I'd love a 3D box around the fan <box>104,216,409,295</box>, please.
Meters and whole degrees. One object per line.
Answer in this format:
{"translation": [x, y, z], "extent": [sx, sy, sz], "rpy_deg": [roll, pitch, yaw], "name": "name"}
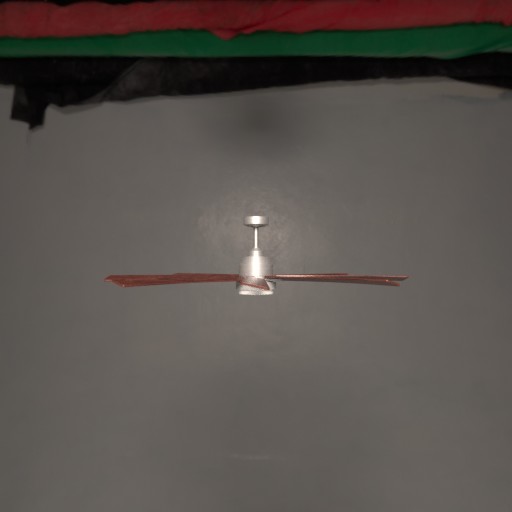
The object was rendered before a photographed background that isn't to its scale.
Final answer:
{"translation": [0.000, 0.000, 2.714], "extent": [1.830, 0.472, 1.830], "rpy_deg": [0, -1, 0], "name": "fan"}
